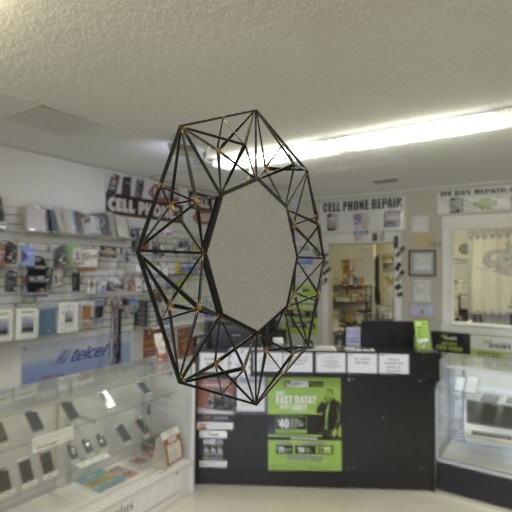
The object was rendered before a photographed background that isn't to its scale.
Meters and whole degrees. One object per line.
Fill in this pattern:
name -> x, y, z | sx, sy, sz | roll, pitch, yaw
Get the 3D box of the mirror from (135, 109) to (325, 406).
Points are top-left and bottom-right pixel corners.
mirror -> 0.000, 0.000, 1.062 | 0.094, 0.710, 0.710 | -1, -2, 36
